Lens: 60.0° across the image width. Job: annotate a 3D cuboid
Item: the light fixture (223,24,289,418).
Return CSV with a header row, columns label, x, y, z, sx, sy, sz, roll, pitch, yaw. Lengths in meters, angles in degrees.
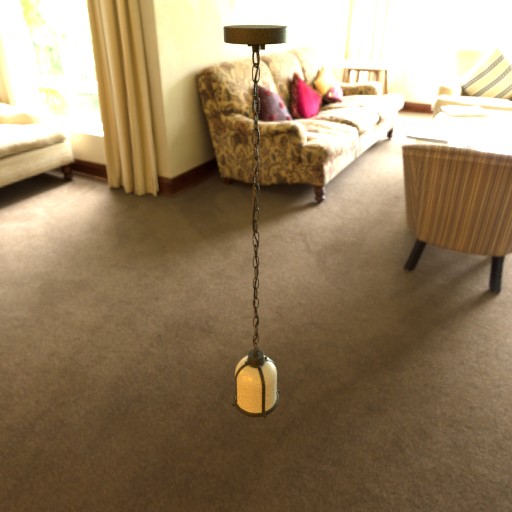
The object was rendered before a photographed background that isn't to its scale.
label,x,y,z,sx,sy,sz,roll,pitch,yaw
light fixture,0.000,0.000,1.282,0.178,1.181,0.178,-11,32,-18
